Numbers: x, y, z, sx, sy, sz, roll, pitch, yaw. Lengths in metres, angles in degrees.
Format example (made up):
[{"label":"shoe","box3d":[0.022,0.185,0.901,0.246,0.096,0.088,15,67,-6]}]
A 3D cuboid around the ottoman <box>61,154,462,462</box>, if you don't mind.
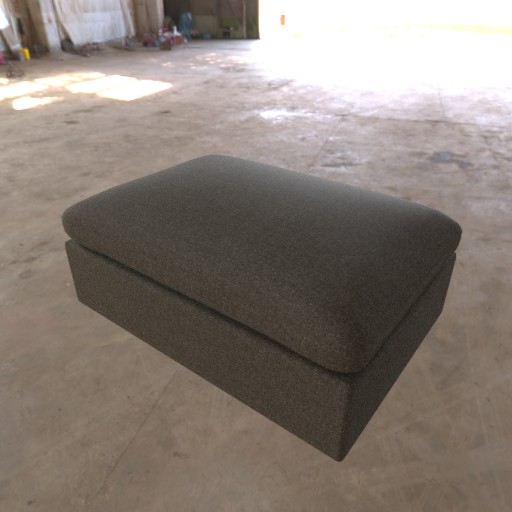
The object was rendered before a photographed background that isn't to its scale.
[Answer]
[{"label":"ottoman","box3d":[0.000,0.000,1.414,1.041,0.483,0.711,21,36,32]}]
